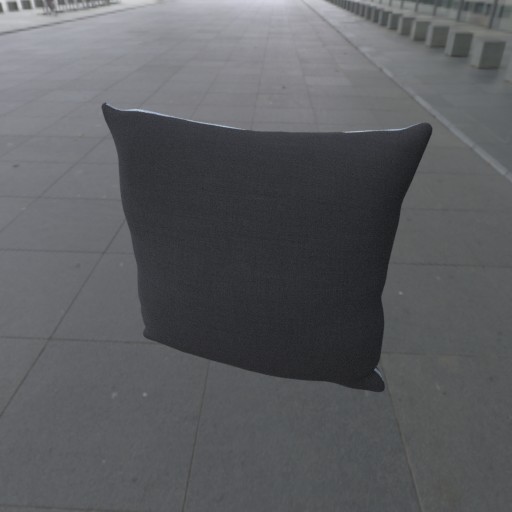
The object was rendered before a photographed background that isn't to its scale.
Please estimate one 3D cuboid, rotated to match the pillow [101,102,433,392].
[{"bbox_3d":[0.000,0.000,0.762,0.503,0.496,0.208,9,33,15],"label":"pillow"}]
